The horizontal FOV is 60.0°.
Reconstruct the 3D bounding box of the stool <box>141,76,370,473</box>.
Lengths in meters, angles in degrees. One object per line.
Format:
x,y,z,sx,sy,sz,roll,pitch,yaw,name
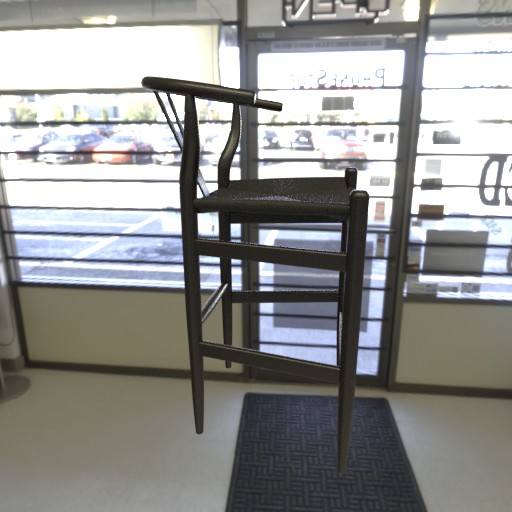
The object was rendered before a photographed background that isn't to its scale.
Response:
0.000,0.000,1.297,0.579,0.970,0.569,3,17,9,stool
